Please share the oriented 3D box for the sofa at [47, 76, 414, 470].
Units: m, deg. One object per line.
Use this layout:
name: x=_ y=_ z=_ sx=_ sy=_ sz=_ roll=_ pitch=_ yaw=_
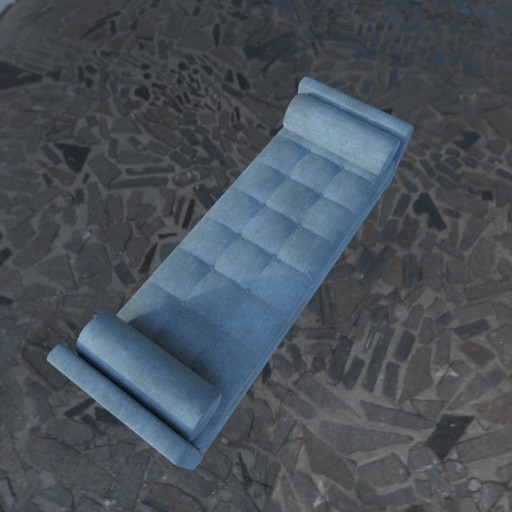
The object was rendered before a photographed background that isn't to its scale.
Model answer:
sofa: x=0.000 y=0.000 z=2.317 sx=0.686 sy=0.635 sz=1.981 roll=32 pitch=67 yaw=15
